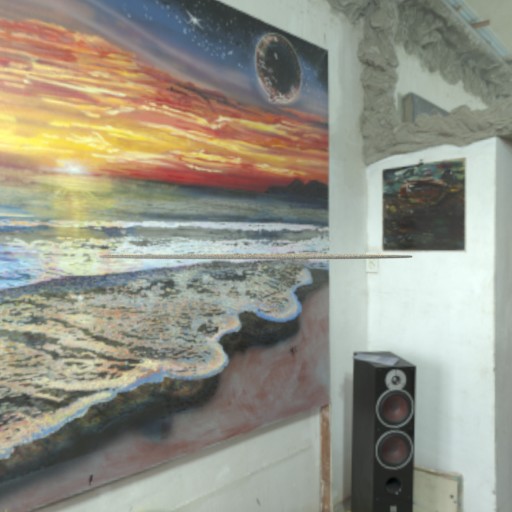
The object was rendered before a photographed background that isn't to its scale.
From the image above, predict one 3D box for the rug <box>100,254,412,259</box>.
[{"bbox_3d":[0.000,0.000,3.576,2.382,0.014,2.382,0,1,0],"label":"rug"}]
